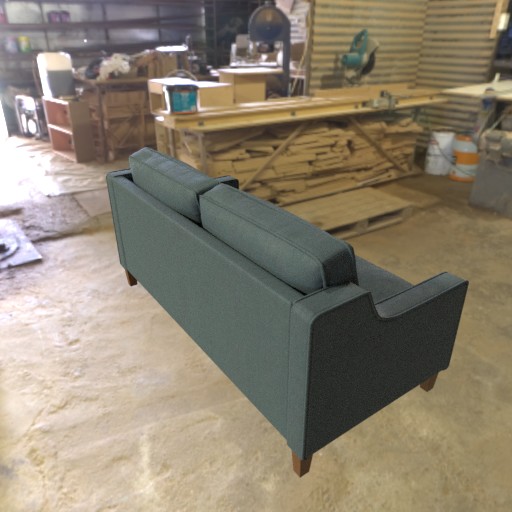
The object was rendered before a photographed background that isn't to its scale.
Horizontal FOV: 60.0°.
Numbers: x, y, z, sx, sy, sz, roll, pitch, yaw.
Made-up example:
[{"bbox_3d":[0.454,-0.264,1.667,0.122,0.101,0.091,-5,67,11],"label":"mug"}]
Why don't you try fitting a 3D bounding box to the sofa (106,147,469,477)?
[{"bbox_3d":[0.000,0.000,2.756,1.066,1.071,2.178,-18,32,-31],"label":"sofa"}]
